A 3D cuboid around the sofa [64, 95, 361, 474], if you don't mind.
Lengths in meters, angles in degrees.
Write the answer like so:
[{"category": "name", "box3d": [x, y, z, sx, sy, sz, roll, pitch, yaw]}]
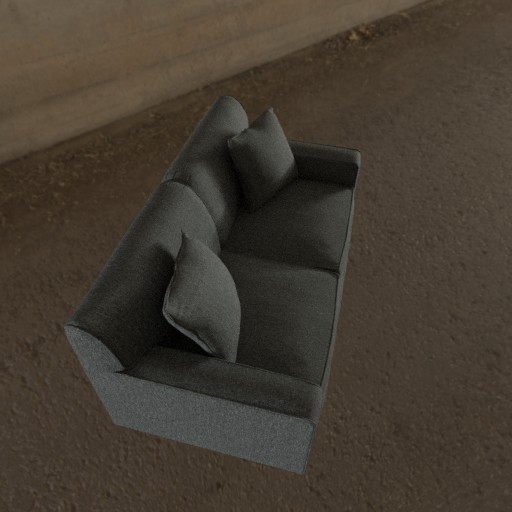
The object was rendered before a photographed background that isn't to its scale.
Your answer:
[{"category": "sofa", "box3d": [0.000, 0.000, 2.414, 0.998, 0.958, 1.846, 11, 47, 10]}]
